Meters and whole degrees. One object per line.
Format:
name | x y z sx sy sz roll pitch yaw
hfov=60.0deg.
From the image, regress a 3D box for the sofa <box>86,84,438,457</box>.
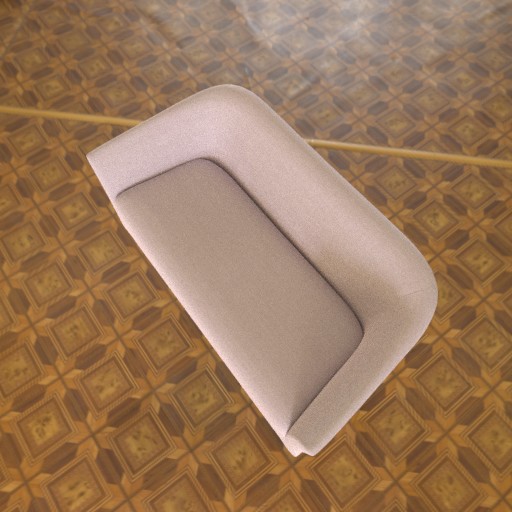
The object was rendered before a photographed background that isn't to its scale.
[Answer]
sofa | 0.000 0.000 1.877 0.705 0.721 1.452 -34 68 -16
